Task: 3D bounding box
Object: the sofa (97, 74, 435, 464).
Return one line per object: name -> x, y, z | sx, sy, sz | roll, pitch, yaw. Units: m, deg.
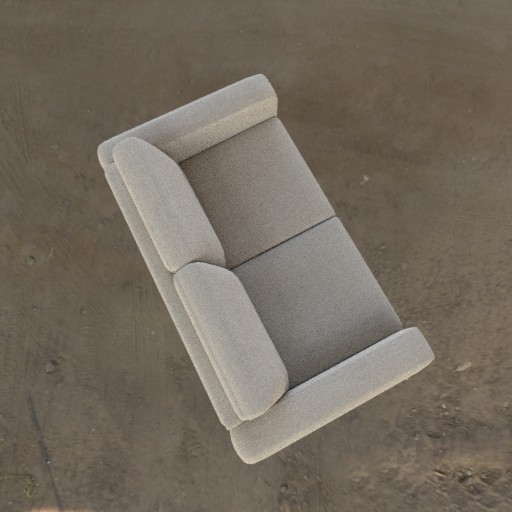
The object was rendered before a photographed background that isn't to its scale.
sofa -> 0.000, 0.000, 2.073 | 0.900, 0.800, 1.540 | -27, 77, -7
